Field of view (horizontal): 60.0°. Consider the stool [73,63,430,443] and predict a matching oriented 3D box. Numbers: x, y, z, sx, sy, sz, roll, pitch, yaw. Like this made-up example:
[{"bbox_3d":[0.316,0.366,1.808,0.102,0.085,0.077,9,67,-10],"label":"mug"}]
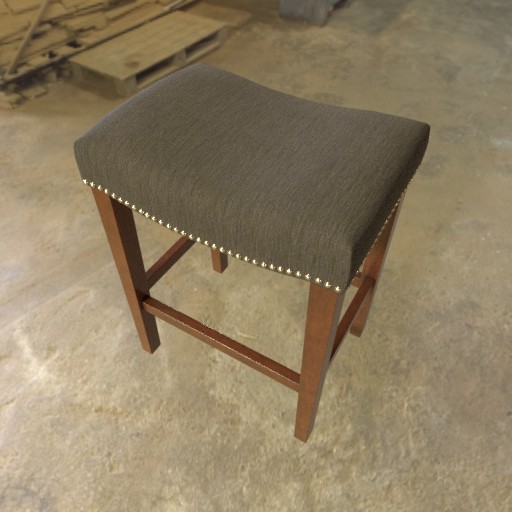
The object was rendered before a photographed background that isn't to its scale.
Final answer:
[{"bbox_3d":[0.000,0.000,0.960,0.504,0.654,0.372,23,51,21],"label":"stool"}]
